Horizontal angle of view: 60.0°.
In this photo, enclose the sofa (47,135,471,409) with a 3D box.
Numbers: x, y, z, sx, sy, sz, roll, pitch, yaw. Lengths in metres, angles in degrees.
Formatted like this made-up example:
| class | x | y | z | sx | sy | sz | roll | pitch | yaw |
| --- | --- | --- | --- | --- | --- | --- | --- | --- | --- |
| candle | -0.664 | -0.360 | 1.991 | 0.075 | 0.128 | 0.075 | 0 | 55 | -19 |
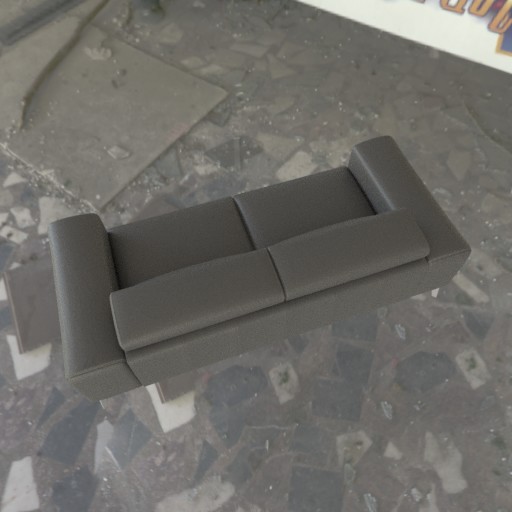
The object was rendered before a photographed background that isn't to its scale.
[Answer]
| class | x | y | z | sx | sy | sz | roll | pitch | yaw |
| --- | --- | --- | --- | --- | --- | --- | --- | --- | --- |
| sofa | 0.000 | 0.000 | 2.761 | 2.321 | 0.759 | 1.023 | -16 | 60 | -10 |
